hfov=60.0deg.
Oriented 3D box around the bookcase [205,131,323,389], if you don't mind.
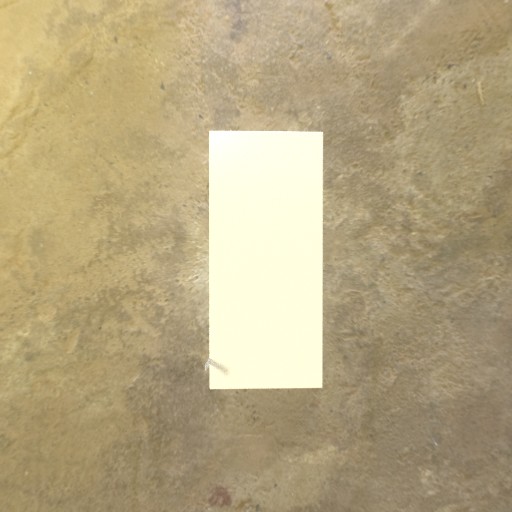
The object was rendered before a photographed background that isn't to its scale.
[{"bbox_3d":[0.000,0.000,2.199,0.361,1.869,0.761,0,91,-2],"label":"bookcase"}]
